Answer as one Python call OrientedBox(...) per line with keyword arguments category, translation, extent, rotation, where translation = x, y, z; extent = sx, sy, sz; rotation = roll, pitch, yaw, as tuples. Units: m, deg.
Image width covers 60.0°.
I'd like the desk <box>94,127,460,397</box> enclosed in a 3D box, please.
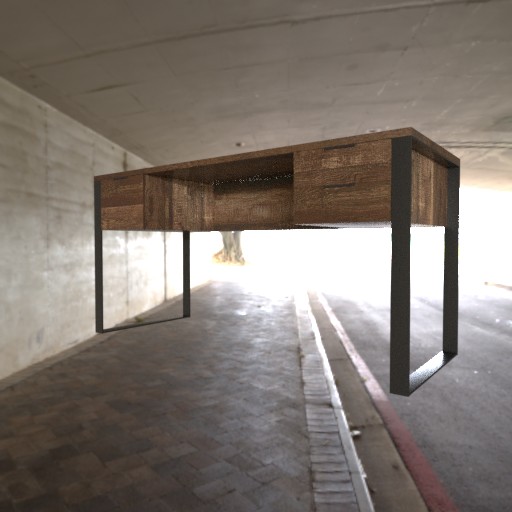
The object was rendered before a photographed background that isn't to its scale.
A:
OrientedBox(category="desk", translation=(0.000, 0.000, 1.941), extent=(1.524, 0.762, 0.599), rotation=(1, 2, 37))
